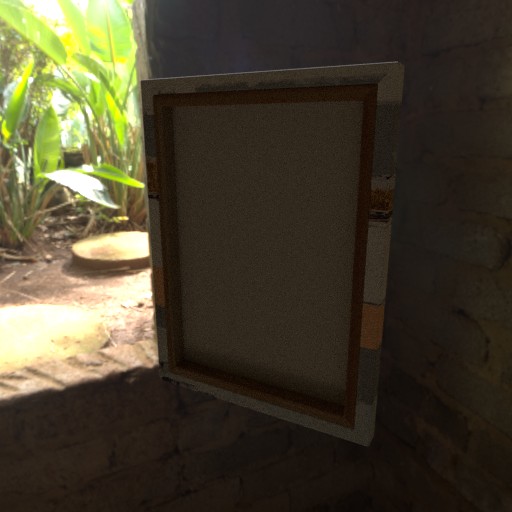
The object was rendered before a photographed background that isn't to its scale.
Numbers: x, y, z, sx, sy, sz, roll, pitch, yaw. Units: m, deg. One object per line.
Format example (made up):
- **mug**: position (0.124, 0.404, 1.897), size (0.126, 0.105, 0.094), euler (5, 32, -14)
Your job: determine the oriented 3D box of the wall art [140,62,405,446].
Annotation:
- **wall art**: position (0.000, 0.000, 0.794), size (0.456, 0.609, 0.038), euler (8, 17, 27)
